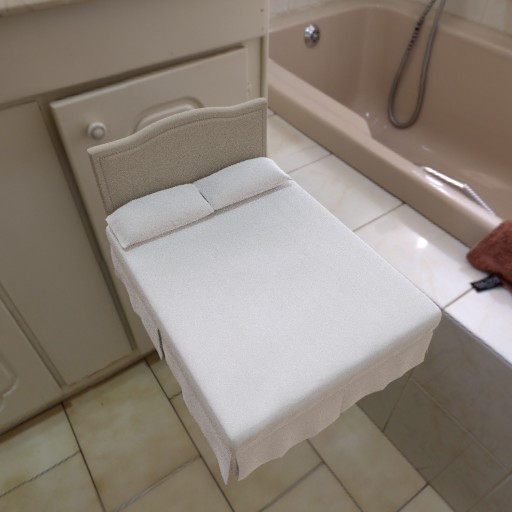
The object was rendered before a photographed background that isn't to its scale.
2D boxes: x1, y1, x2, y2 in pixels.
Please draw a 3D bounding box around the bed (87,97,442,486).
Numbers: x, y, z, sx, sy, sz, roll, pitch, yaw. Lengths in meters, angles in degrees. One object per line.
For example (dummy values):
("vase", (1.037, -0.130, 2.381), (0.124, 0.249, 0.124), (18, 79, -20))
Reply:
("bed", (0.000, 0.000, 3.618), (1.977, 1.437, 2.477), (-24, 51, -22))
